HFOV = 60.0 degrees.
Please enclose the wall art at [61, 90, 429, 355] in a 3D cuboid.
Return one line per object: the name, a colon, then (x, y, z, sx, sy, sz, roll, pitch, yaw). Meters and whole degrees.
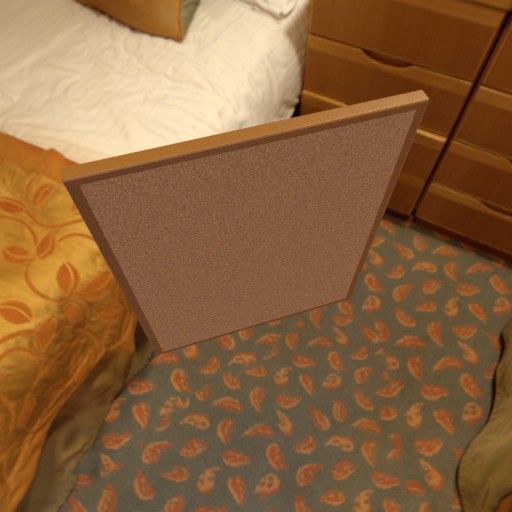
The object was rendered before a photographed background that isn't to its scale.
wall art: (0.000, 0.000, 0.520, 0.310, 0.379, 0.015, -15, 59, -9)
